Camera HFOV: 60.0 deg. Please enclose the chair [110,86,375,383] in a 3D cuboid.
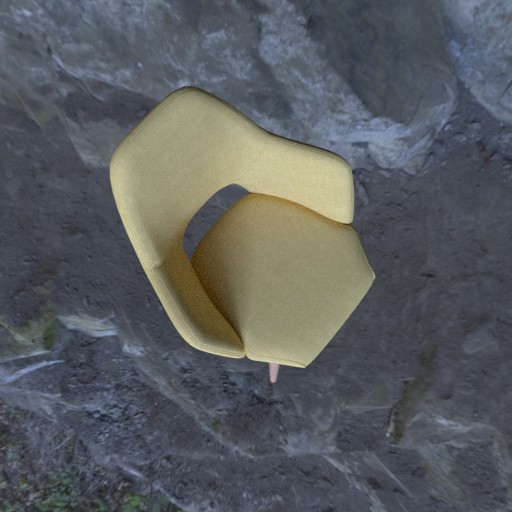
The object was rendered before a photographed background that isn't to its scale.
[{"bbox_3d":[0.000,0.000,1.267,0.610,0.840,0.590,39,79,9],"label":"chair"}]
